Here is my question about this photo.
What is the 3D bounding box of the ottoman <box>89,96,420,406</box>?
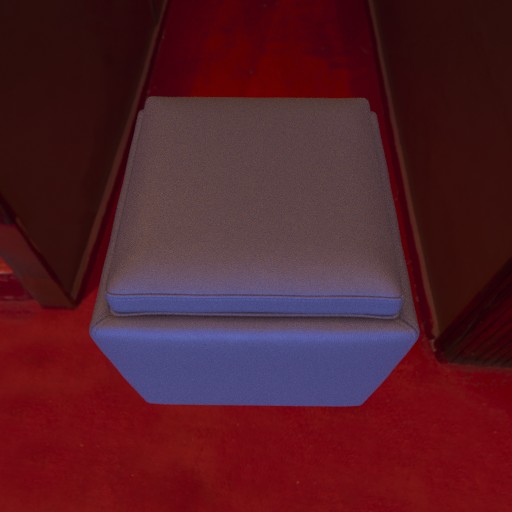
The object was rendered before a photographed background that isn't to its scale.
[{"bbox_3d":[0.000,0.000,0.822,0.450,0.460,0.451,1,58,0],"label":"ottoman"}]
